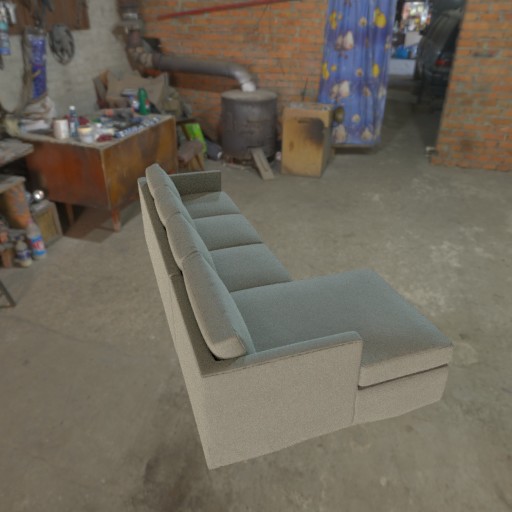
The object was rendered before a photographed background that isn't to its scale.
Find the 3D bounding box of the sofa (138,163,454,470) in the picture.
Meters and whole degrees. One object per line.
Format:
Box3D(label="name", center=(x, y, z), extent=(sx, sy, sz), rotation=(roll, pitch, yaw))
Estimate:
Box3D(label="sofa", center=(0.000, 0.000, 3.849), extent=(1.650, 0.922, 3.205), rotation=(-9, 30, -16))
